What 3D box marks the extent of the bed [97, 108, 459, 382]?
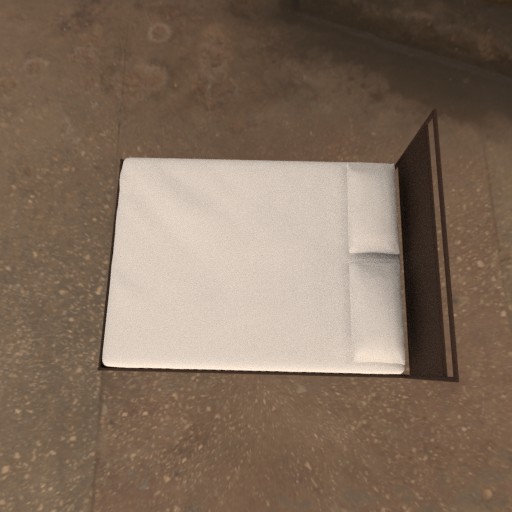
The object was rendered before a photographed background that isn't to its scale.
[{"bbox_3d":[0.000,0.000,3.027,2.122,1.173,1.572,1,76,0],"label":"bed"}]
